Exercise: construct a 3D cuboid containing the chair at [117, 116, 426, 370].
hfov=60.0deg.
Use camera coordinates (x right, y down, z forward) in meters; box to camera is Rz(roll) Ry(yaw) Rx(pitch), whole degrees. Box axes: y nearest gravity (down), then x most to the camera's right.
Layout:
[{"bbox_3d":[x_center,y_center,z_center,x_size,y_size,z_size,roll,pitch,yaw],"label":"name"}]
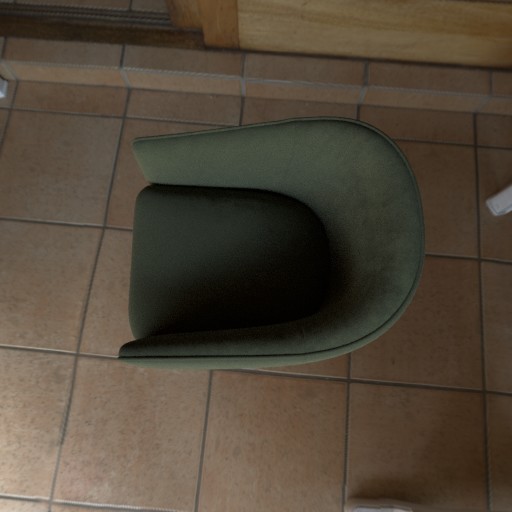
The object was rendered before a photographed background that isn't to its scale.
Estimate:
[{"bbox_3d":[0.000,0.000,1.513,0.875,0.799,0.747,-1,75,0],"label":"chair"}]
